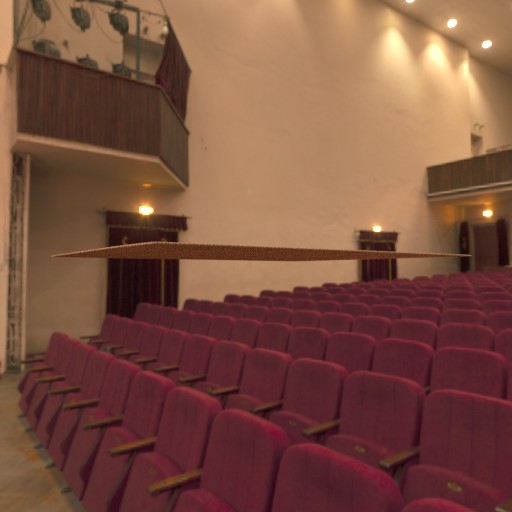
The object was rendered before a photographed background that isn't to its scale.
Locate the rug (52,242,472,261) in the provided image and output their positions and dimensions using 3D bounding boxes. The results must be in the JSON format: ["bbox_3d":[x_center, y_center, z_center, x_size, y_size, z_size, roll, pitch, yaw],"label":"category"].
[{"bbox_3d":[0.000,0.000,4.050,3.048,0.013,2.439,1,-3,-36],"label":"rug"}]
